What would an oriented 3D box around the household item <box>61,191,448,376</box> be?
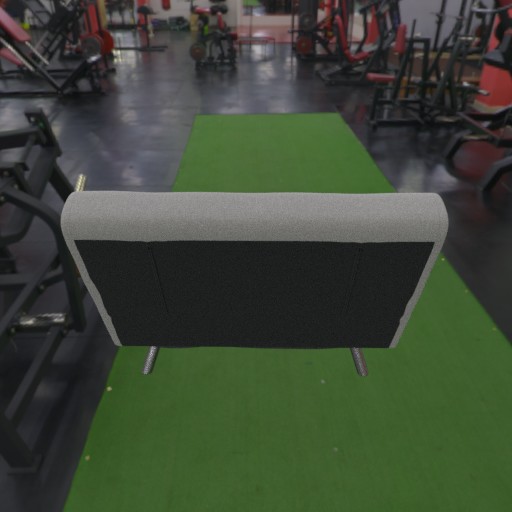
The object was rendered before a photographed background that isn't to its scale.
[{"bbox_3d":[0.000,0.000,1.654,1.000,0.800,0.874,0,31,1],"label":"household item"}]
